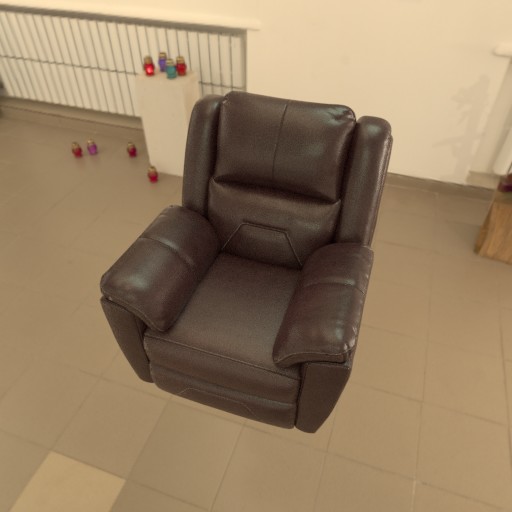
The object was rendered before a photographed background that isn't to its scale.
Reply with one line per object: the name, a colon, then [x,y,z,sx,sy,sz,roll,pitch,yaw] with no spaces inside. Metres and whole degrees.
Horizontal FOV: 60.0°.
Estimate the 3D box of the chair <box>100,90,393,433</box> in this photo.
chair: [0.000,0.000,1.941,0.990,1.093,1.041,13,44,14]
